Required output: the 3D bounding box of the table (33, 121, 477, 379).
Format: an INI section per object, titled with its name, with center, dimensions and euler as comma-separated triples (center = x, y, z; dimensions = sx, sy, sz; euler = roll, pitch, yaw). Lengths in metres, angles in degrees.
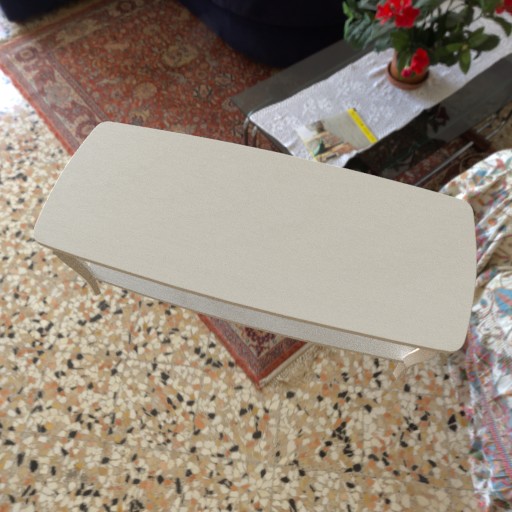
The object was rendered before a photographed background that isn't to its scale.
[table]
center = 0.000, 0.000, 1.583
dimensions = 1.334, 0.474, 0.561
euler = 14, 63, 7
